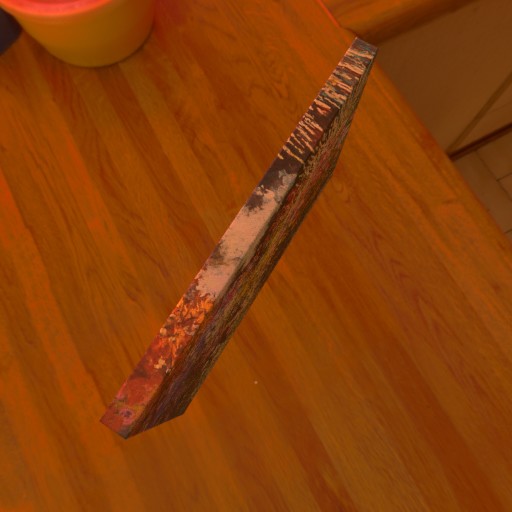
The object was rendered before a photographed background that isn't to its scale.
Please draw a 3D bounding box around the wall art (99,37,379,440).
[{"bbox_3d":[0.000,0.000,0.759,0.037,0.406,0.610,31,76,8],"label":"wall art"}]
